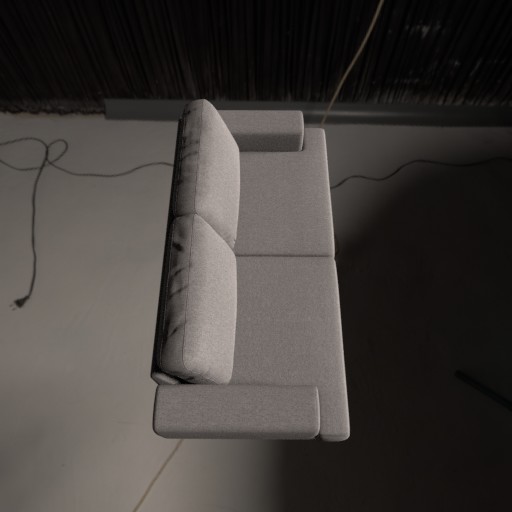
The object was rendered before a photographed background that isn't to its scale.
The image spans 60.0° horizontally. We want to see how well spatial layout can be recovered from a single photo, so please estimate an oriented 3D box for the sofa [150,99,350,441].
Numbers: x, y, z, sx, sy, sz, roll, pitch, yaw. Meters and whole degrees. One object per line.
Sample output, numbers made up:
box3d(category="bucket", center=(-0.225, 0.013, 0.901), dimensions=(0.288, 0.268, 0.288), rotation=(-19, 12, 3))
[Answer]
box3d(category="sofa", center=(0.000, 0.000, 2.148), dimensions=(0.785, 0.810, 1.650), rotation=(0, 63, 0))
